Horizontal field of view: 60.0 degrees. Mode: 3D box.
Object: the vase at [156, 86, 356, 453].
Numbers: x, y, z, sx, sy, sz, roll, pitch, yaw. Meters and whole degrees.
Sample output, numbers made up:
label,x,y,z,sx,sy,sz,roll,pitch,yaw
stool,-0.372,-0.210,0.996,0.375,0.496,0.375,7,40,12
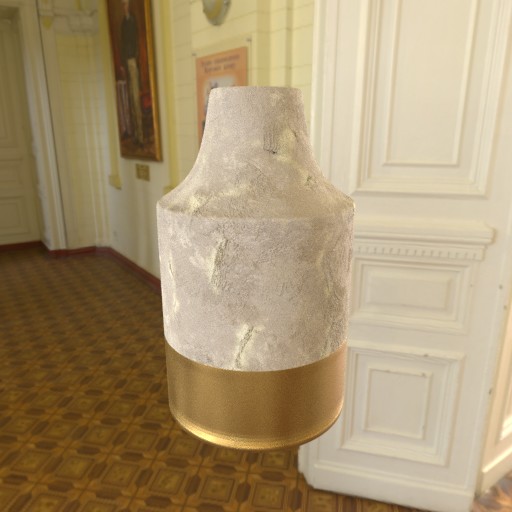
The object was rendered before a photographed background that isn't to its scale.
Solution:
label,x,y,z,sx,sy,sz,roll,pitch,yaw
vase,0.000,0.000,0.432,0.184,0.305,0.184,0,17,0
